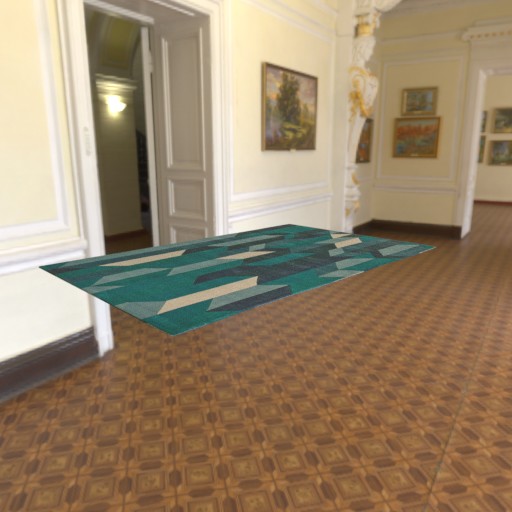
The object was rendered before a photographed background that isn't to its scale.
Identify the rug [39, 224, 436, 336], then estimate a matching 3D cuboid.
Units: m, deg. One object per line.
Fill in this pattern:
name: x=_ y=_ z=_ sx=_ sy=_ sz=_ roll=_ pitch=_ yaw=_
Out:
rug: x=0.000 y=0.000 z=3.132 sx=2.420 sy=0.005 sz=1.528 roll=-13 pitch=18 yaw=-43
